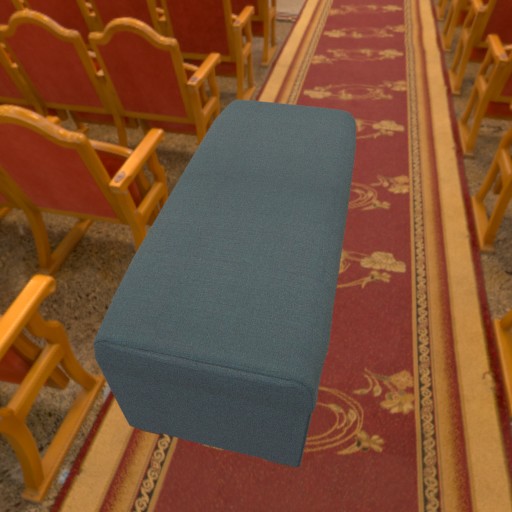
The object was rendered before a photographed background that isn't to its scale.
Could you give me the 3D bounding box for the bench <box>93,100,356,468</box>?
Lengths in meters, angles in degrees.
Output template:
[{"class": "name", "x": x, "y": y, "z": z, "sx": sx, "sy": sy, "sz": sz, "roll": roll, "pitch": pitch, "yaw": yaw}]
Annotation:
[{"class": "bench", "x": 0.000, "y": 0.000, "z": 1.278, "sx": 0.476, "sy": 0.474, "sz": 0.995, "roll": 10, "pitch": 47, "yaw": 9}]
